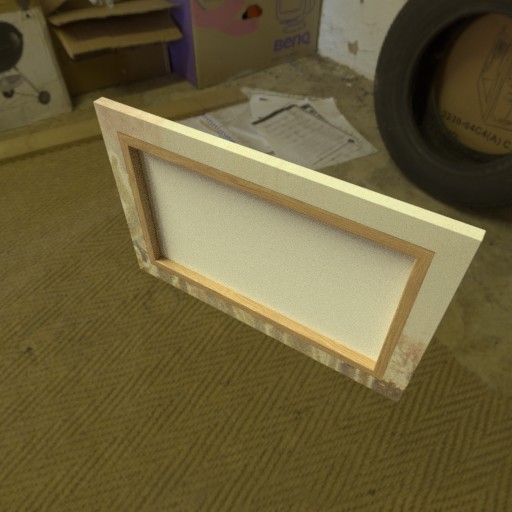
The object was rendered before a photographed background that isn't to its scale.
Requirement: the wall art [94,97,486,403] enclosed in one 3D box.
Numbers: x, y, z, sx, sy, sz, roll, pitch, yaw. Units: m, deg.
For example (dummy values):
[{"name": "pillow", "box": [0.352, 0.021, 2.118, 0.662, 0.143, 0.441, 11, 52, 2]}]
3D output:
[{"name": "wall art", "box": [0.000, 0.000, 1.423, 1.142, 0.758, 0.041, 24, 51, 21]}]
